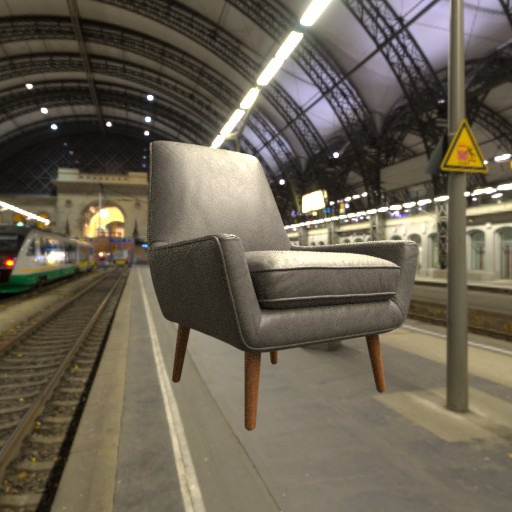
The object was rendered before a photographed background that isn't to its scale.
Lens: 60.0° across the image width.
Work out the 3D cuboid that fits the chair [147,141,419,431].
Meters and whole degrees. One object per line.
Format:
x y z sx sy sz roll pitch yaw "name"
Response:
0.000 0.000 1.551 0.787 0.888 0.822 0 0 -37 "chair"
